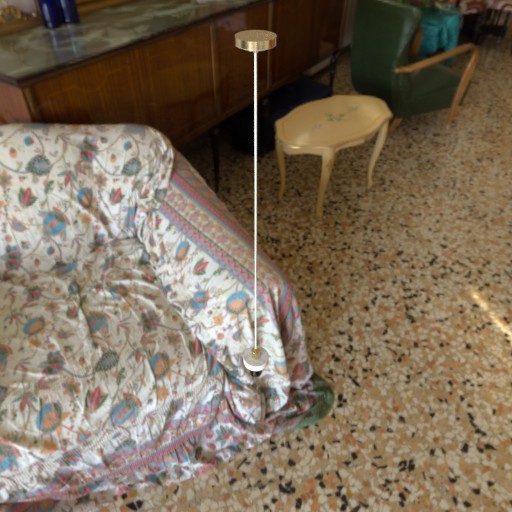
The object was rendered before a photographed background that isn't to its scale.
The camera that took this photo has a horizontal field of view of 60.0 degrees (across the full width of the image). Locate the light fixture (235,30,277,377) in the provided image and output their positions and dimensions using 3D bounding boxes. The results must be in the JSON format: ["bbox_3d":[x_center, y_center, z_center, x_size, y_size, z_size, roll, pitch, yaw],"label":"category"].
[{"bbox_3d":[0.000,0.000,1.813,0.129,1.669,0.129,-2,41,-2],"label":"light fixture"}]
